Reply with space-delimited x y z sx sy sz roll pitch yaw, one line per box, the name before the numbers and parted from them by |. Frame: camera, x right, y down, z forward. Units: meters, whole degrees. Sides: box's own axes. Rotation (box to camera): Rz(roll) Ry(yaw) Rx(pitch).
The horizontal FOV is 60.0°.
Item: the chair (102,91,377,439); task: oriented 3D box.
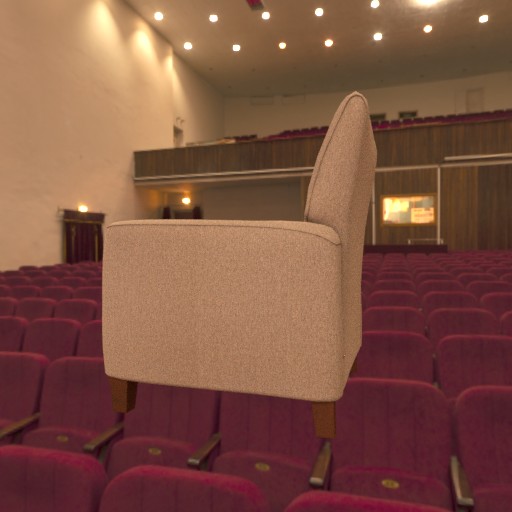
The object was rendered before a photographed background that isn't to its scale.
chair | 0.000 0.000 1.685 0.864 1.014 0.848 0 0 18
